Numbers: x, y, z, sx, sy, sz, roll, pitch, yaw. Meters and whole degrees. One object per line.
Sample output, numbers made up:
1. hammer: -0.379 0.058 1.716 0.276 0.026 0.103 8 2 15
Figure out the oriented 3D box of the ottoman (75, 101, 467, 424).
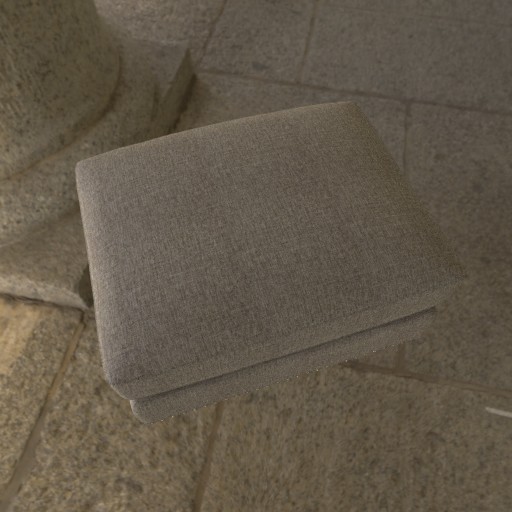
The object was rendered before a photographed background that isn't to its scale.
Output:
1. ottoman: 0.000 0.000 1.127 0.741 0.513 0.584 -15 60 -9
